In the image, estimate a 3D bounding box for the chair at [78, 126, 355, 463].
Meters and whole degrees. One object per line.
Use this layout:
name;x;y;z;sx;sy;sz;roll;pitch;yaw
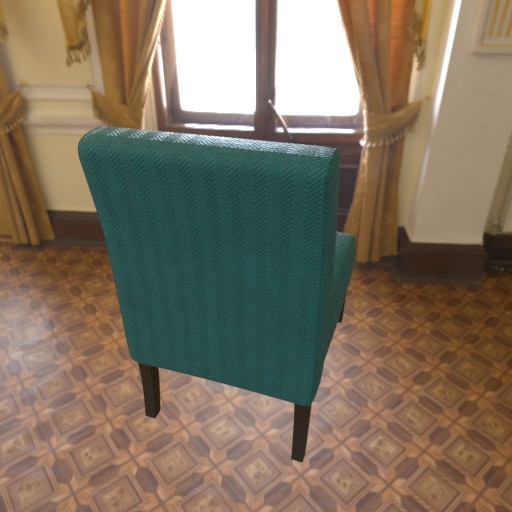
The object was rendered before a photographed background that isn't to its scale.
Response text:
chair;0.000;0.000;1.428;0.579;0.927;0.808;10;31;16
